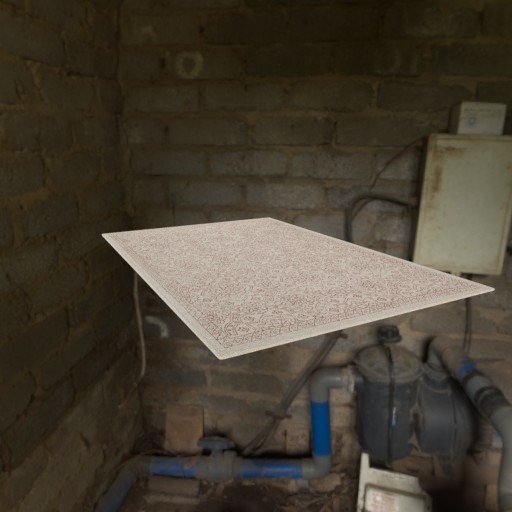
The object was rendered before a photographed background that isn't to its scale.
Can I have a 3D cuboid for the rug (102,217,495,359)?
[{"bbox_3d":[0.000,0.000,2.290,1.219,0.010,1.829,-8,17,-27],"label":"rug"}]
